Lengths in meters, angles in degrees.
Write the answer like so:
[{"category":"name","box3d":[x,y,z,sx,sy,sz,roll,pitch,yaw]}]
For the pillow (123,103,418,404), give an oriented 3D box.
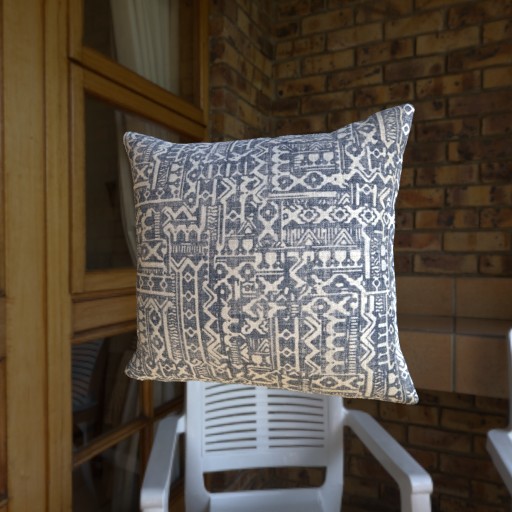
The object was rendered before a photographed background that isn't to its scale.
[{"category":"pillow","box3d":[0.000,0.000,0.789,0.546,0.487,0.180,0,1,18]}]
